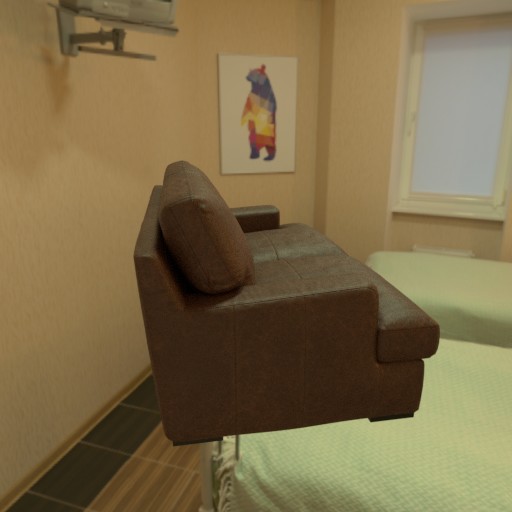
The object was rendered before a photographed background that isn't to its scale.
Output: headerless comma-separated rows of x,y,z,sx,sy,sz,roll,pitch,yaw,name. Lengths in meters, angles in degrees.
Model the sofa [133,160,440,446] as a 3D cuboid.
0.000,0.000,2.442,1.143,0.939,1.880,-3,17,-10,sofa
